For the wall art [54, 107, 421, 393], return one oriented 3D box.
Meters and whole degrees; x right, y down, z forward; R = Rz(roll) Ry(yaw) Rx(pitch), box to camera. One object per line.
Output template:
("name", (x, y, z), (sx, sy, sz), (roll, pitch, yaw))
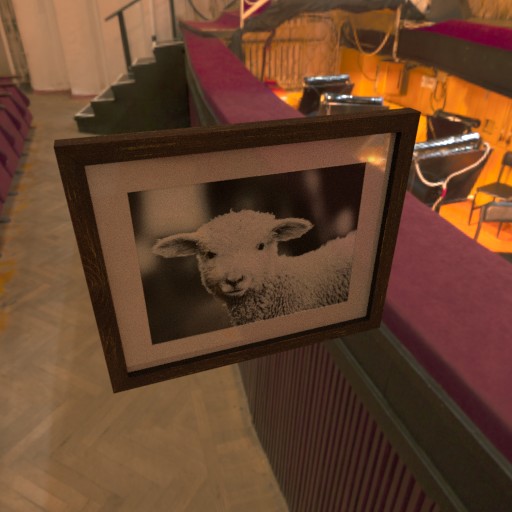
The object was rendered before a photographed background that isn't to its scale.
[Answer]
("wall art", (0.000, 0.000, 0.776), (0.558, 0.457, 0.032), (-10, 33, -16))
